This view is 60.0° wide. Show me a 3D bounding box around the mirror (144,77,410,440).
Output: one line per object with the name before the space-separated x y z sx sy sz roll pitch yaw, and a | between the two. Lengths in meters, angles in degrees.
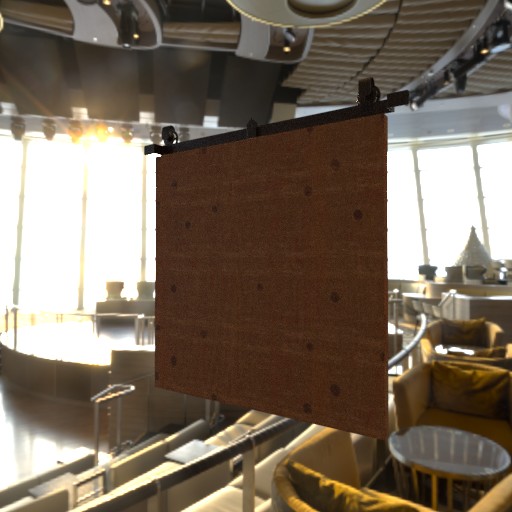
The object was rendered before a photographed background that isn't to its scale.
mirror | 0.000 0.000 1.165 0.805 0.800 0.054 0 -1 34
